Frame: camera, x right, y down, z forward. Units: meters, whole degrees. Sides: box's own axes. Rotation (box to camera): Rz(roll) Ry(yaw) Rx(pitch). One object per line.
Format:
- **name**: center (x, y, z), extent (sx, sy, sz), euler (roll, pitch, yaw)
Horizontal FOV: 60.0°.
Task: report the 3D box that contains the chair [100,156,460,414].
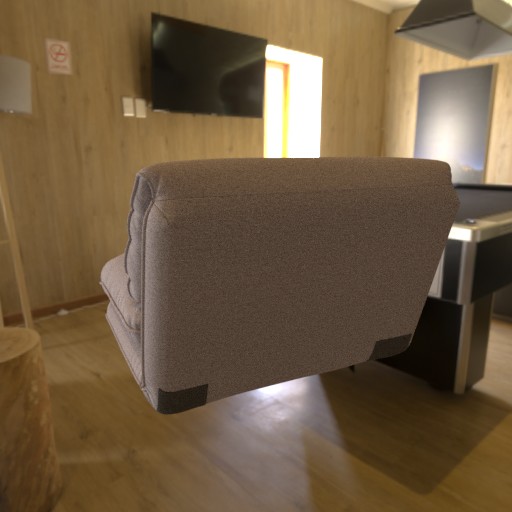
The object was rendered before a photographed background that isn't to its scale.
- **chair**: center (0.000, 0.000, 1.313), extent (0.820, 0.580, 0.780), euler (-7, 15, -26)
